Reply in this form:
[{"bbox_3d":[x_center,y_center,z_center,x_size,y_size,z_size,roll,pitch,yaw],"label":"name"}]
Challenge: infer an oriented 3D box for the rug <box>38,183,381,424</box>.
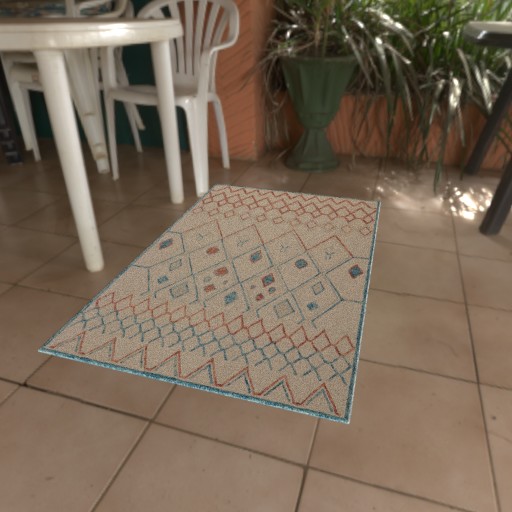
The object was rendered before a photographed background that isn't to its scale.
[{"bbox_3d":[0.000,0.000,3.012,1.524,0.015,2.438,8,31,14],"label":"rug"}]
